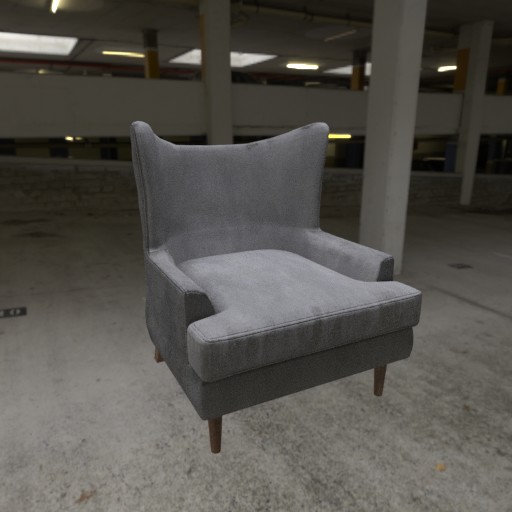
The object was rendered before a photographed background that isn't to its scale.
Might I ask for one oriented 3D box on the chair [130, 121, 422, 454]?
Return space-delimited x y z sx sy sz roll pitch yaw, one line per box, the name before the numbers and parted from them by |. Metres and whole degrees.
chair | 0.000 0.000 1.634 0.784 0.950 0.906 -8 18 -26
